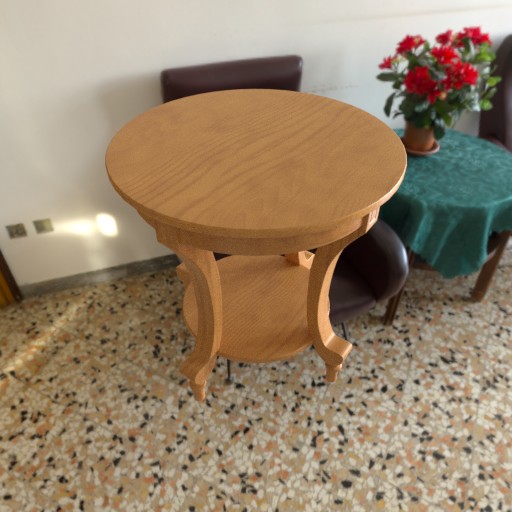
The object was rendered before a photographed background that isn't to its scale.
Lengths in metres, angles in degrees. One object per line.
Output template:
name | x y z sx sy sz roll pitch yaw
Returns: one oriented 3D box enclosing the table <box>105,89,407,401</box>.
table | 0.000 0.000 1.101 0.597 0.612 0.597 0 40 0
